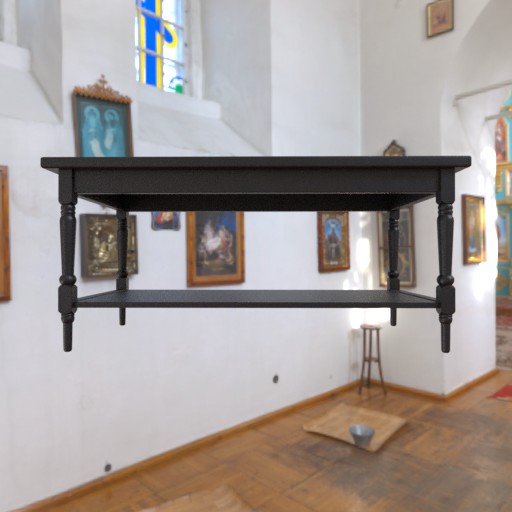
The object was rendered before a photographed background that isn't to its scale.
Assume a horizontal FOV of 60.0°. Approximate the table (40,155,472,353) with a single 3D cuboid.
[{"bbox_3d":[0.000,0.000,1.410,1.107,0.510,0.550,0,0,1],"label":"table"}]
